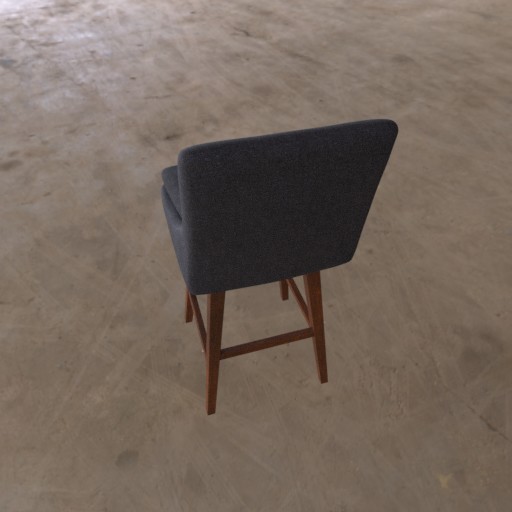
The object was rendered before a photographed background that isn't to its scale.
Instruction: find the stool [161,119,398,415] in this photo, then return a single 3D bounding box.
[{"bbox_3d":[0.000,0.000,1.368,0.489,1.068,0.572,-12,44,-12],"label":"stool"}]
